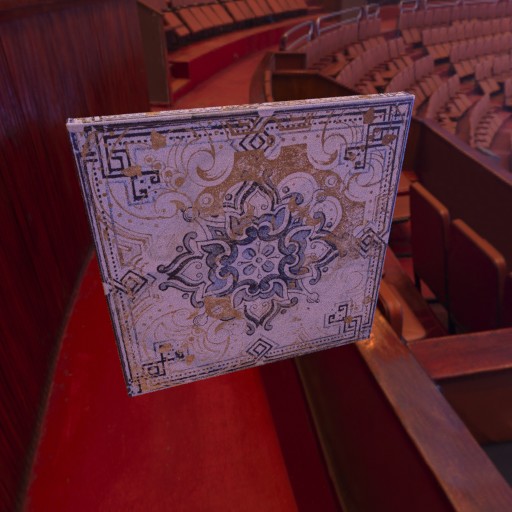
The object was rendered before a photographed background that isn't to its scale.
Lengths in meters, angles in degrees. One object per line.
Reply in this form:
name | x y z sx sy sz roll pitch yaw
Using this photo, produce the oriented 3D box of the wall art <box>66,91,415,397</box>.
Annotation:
wall art | 0.000 0.000 0.918 0.609 0.607 0.036 -10 34 -15
